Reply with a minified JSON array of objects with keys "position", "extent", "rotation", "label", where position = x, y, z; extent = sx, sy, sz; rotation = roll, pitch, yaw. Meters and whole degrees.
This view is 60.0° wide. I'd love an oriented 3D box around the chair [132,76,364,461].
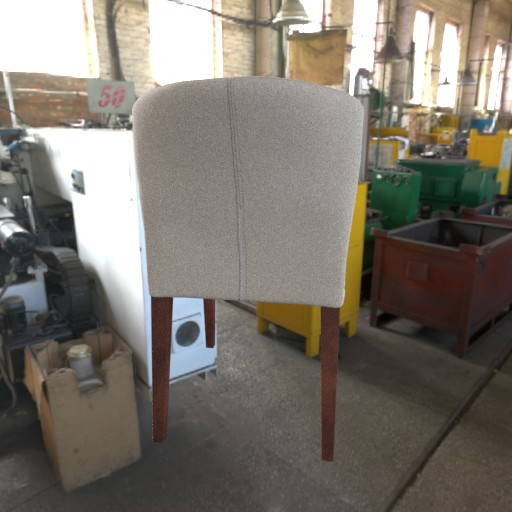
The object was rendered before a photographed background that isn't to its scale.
[{"position":[0.000,0.000,1.181],"extent":[0.491,0.839,0.592],"rotation":[3,17,8],"label":"chair"}]
